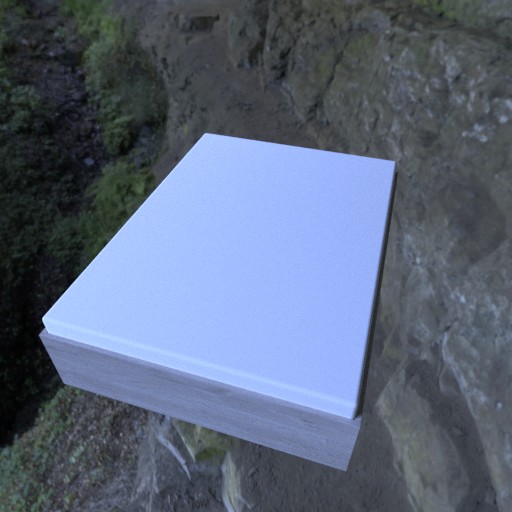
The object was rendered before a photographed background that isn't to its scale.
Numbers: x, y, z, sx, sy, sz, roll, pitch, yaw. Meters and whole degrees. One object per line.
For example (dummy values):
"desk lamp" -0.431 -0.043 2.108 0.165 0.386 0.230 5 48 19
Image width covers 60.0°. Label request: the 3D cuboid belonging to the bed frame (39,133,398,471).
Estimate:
"bed frame" 0.000 0.000 2.637 1.448 0.490 1.944 12 43 13
